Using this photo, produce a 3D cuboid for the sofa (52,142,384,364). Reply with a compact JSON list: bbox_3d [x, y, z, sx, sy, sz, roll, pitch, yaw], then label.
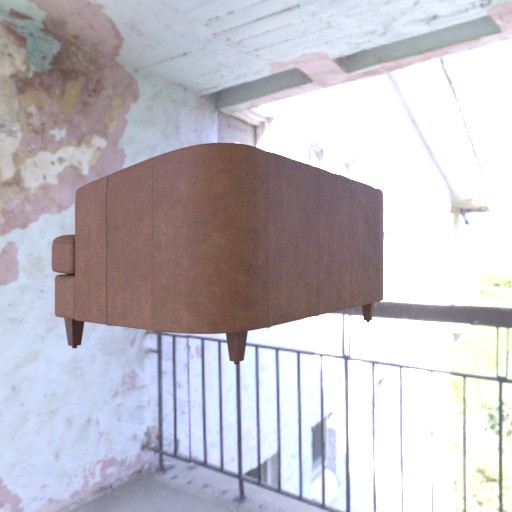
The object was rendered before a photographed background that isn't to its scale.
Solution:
[{"bbox_3d":[0.000,0.000,2.326,0.914,0.786,1.755,0,0,36],"label":"sofa"}]
